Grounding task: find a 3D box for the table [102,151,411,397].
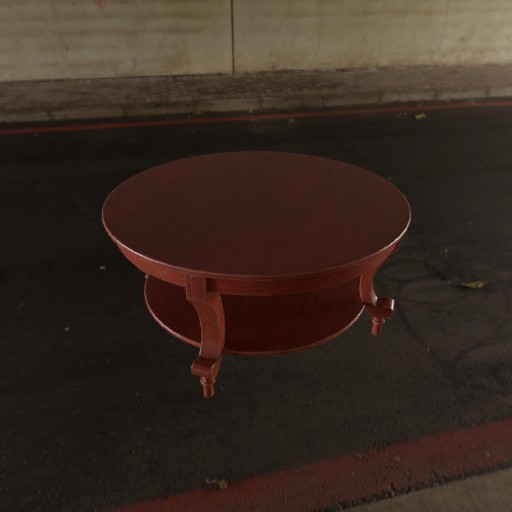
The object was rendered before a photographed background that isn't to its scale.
[{"bbox_3d":[0.000,0.000,1.655,1.029,0.486,1.029,0,30,0],"label":"table"}]
